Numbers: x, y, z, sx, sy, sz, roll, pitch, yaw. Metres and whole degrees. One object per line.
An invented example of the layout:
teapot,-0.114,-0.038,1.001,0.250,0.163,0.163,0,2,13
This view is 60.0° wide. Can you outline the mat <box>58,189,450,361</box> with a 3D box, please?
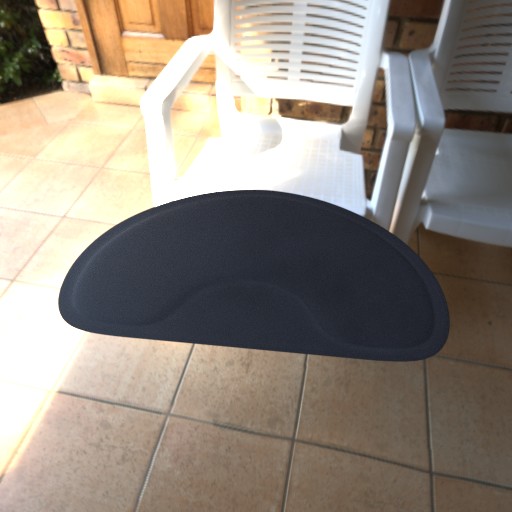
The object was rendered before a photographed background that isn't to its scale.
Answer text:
mat,0.000,0.000,1.891,1.524,0.013,0.913,4,46,4
